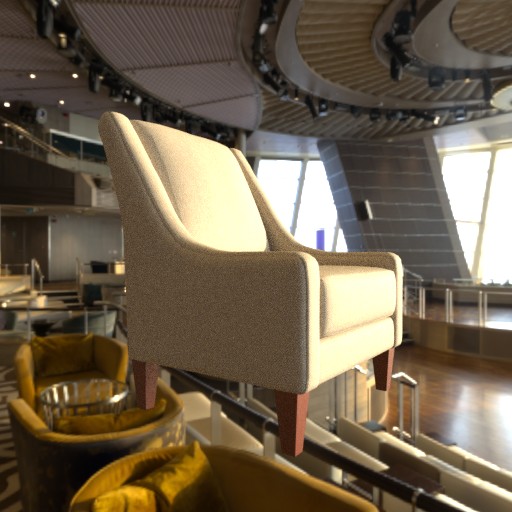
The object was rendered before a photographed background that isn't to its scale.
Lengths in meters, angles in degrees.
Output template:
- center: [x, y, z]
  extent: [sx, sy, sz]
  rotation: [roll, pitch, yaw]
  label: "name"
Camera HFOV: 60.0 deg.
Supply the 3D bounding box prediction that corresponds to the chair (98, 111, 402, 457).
- center: [0.000, 0.000, 1.623]
  extent: [0.870, 1.014, 0.774]
  rotation: [0, 0, 36]
  label: "chair"
